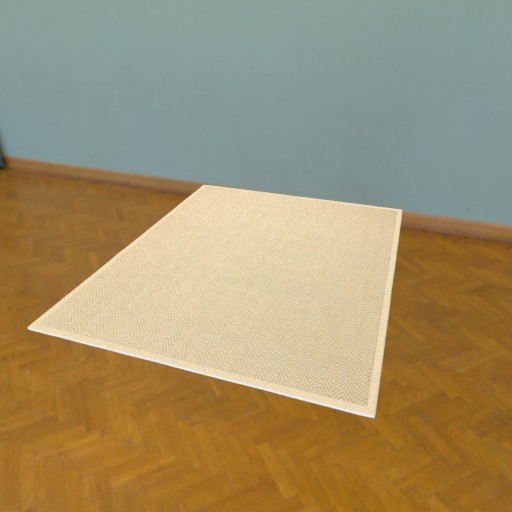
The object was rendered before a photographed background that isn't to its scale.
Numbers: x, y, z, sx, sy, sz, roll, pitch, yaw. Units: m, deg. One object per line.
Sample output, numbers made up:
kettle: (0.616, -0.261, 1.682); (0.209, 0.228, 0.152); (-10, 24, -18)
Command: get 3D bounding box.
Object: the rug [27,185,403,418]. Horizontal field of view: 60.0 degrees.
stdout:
rug: (0.000, 0.000, 4.035); (2.423, 0.019, 3.009); (10, 31, 16)
